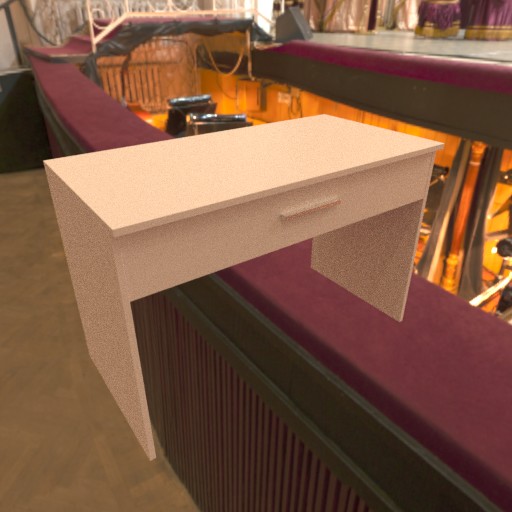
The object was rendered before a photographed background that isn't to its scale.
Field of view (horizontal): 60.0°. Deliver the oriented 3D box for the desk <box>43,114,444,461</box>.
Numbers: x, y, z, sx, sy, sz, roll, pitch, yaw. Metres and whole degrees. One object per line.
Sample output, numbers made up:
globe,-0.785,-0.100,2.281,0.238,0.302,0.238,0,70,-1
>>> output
desk,0.000,0.000,1.529,1.100,0.730,0.560,-19,34,-31
